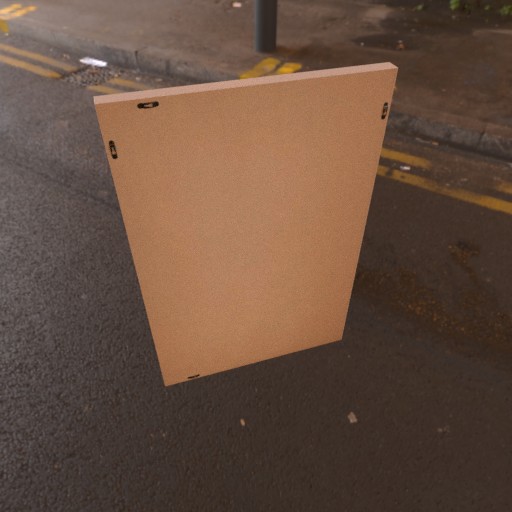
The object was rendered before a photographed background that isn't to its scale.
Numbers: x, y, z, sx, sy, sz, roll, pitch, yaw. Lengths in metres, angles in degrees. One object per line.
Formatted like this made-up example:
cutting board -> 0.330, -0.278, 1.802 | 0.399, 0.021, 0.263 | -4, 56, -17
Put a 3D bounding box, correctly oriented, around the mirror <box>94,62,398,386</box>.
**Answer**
mirror -> 0.000, 0.000, 1.169 | 0.609, 0.915, 0.041 | -12, 43, -13
